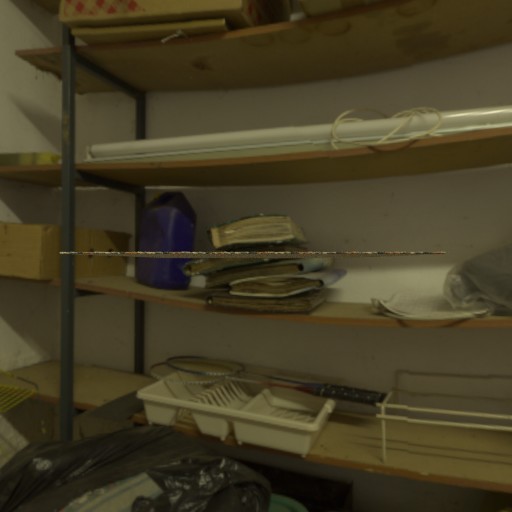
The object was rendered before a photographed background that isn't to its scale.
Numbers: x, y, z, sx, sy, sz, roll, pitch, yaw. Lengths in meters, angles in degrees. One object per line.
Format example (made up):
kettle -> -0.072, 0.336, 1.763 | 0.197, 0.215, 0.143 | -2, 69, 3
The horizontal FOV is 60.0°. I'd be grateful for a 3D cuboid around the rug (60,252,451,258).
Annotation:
rug -> 0.000, 0.000, 3.530 | 1.971, 0.010, 2.651 | 0, -1, 0
